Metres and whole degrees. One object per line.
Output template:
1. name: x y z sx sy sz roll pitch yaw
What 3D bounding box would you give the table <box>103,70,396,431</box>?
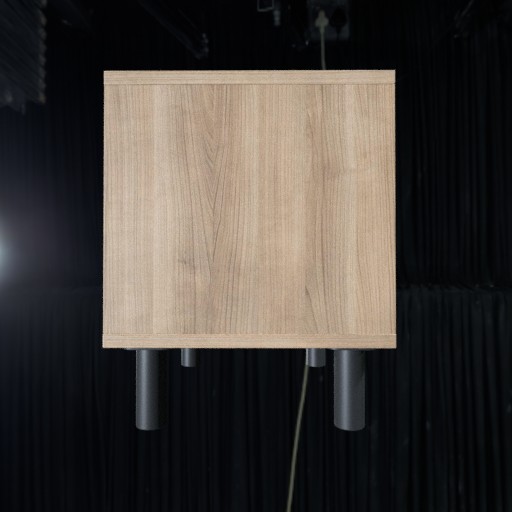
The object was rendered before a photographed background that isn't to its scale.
1. table: 0.000 0.000 0.776 0.380 0.460 0.445 0 -1 0
